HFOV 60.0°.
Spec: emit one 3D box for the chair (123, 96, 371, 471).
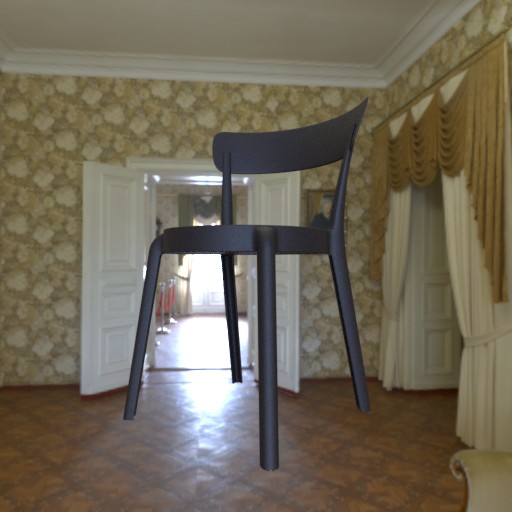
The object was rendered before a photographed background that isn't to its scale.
[{"bbox_3d":[0.000,0.000,1.130,0.506,0.790,0.491,-1,-1,38],"label":"chair"}]
